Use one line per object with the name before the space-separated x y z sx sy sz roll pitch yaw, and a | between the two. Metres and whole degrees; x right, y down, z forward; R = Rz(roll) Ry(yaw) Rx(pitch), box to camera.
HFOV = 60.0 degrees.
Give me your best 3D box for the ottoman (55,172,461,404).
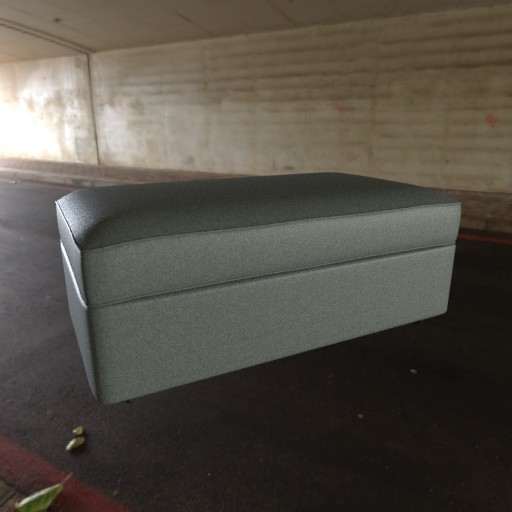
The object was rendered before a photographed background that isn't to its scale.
ottoman | 0.000 0.000 1.502 1.173 0.494 0.681 -9 19 -26
